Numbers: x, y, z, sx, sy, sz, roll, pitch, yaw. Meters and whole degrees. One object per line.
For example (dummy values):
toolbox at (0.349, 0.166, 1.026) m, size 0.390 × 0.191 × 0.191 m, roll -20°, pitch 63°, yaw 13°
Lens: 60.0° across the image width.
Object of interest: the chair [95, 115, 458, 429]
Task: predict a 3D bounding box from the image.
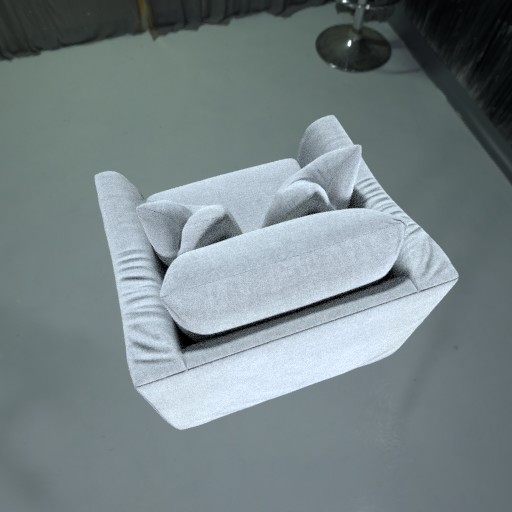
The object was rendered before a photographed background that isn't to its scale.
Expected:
chair at (0.000, 0.000, 2.019) m, size 1.194 × 1.059 × 1.071 m, roll -17°, pitch 61°, yaw -10°
